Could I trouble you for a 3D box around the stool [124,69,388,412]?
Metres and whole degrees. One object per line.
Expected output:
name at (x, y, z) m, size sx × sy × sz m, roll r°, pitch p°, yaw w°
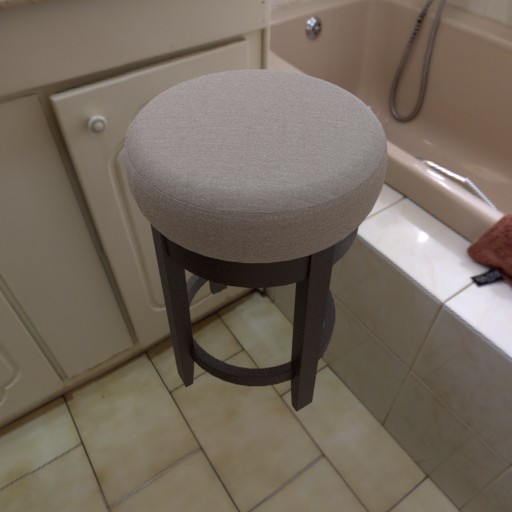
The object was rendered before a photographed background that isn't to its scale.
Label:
stool at (0.000, 0.000, 0.957) m, size 0.443 × 0.672 × 0.443 m, roll 0°, pitch 47°, yaw 0°
